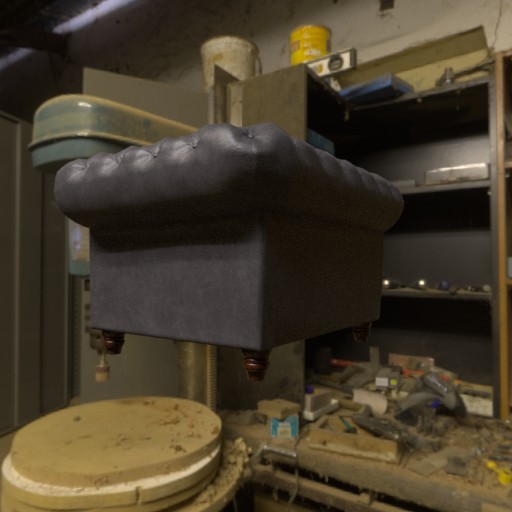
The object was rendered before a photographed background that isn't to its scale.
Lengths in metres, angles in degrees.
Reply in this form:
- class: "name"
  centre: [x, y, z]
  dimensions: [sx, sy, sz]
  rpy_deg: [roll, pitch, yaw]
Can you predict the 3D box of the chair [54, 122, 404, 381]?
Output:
- class: "chair"
  centre: [0.000, 0.000, 1.875]
  dimensions: [0.943, 0.780, 1.298]
  rpy_deg: [-1, -2, 35]
